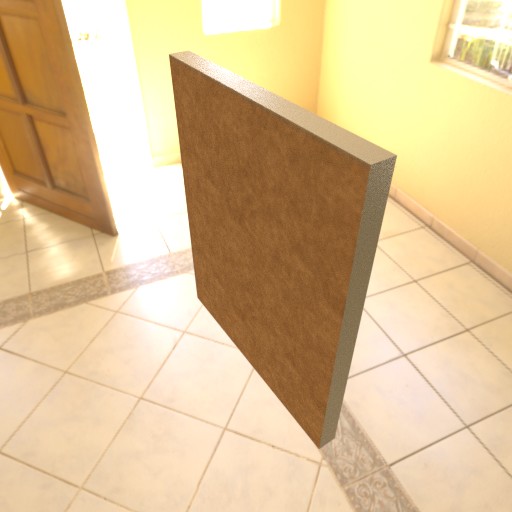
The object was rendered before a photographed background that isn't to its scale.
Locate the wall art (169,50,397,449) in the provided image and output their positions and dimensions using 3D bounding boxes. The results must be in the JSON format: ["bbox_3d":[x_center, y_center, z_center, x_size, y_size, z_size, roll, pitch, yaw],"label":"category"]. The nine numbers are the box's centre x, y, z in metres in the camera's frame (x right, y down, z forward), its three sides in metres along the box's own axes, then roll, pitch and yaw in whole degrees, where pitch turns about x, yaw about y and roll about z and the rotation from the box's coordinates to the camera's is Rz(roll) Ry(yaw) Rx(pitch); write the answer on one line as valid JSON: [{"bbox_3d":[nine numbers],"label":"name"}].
[{"bbox_3d":[0.000,0.000,0.756,0.037,0.554,0.453,-23,45,-25],"label":"wall art"}]
